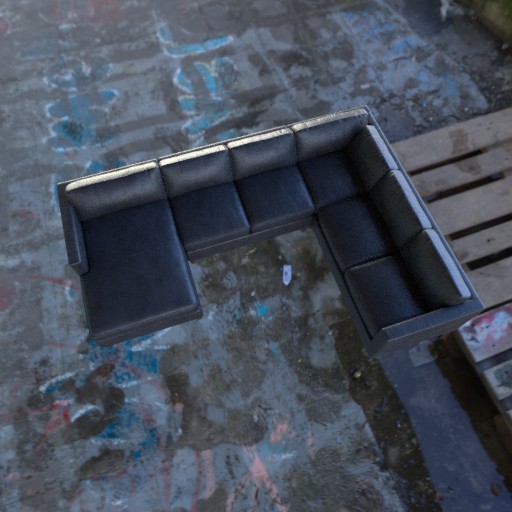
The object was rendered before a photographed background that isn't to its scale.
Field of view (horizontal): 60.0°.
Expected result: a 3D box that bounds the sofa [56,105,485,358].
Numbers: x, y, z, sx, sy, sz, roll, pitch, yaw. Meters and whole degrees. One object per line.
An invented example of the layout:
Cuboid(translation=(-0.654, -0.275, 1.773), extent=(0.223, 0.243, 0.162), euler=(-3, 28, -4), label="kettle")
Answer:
Cuboid(translation=(0.000, 0.000, 4.312), extent=(3.324, 0.891, 2.452), euler=(-16, 65, -8), label="sofa")
